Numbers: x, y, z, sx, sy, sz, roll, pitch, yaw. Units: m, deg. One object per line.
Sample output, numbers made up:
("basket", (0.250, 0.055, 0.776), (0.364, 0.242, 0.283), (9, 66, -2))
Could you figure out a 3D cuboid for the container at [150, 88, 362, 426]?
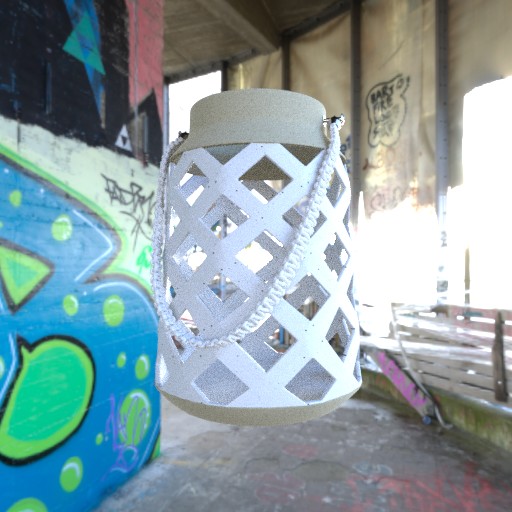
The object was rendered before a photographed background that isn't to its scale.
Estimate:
("container", (0.000, 0.000, 0.406), (0.188, 0.264, 0.198), (0, 0, 19))
